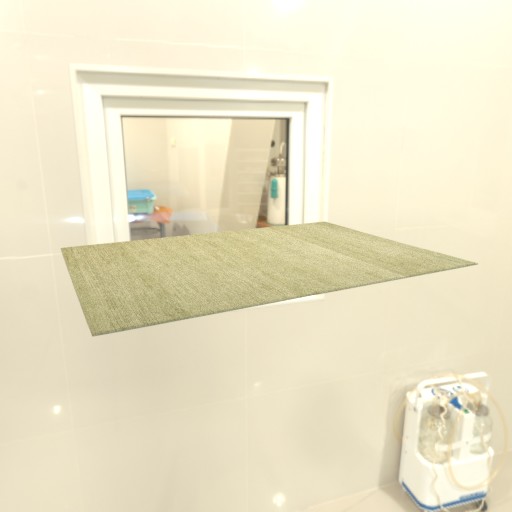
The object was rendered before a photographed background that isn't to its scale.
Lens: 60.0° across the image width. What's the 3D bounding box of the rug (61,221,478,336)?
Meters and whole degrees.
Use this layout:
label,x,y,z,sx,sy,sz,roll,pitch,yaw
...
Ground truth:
label,x,y,z,sx,sy,sz,roll,pitch,yaw
rug,0.000,0.000,2.928,2.270,0.017,1.606,-7,17,-26
